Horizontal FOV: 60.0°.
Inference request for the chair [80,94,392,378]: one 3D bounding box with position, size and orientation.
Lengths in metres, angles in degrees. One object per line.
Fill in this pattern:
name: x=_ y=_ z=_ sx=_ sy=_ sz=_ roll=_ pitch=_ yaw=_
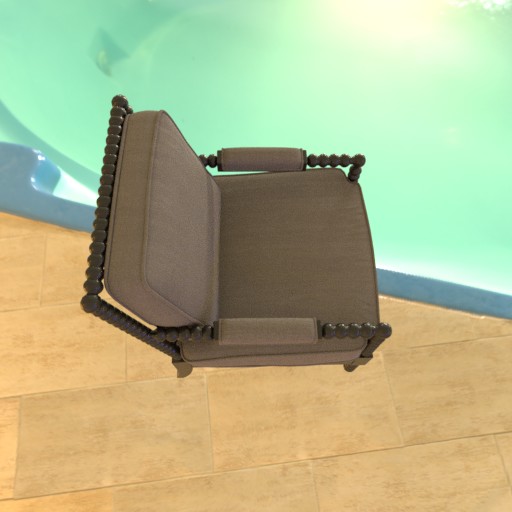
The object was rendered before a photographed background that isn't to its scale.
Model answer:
chair: x=0.000 y=0.000 z=1.154 sx=0.622 sy=0.661 sz=0.540 roll=-1 pitch=65 yaw=0
